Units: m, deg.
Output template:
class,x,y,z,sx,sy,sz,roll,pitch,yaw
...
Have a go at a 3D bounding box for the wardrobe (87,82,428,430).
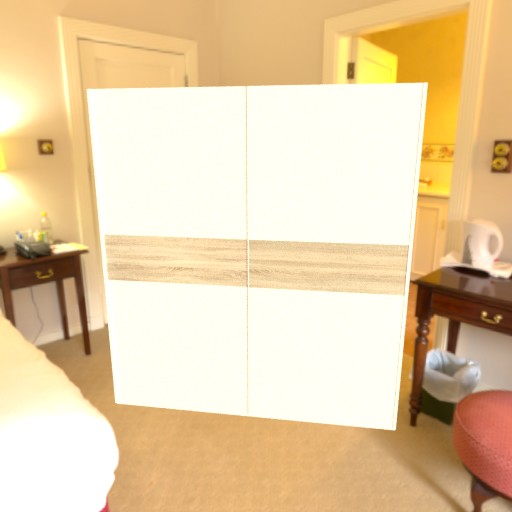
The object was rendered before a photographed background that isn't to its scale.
class,x,y,z,sx,sy,sz,roll,pitch,yaw
wardrobe,0.000,0.000,2.893,1.830,2.020,0.600,2,15,9
